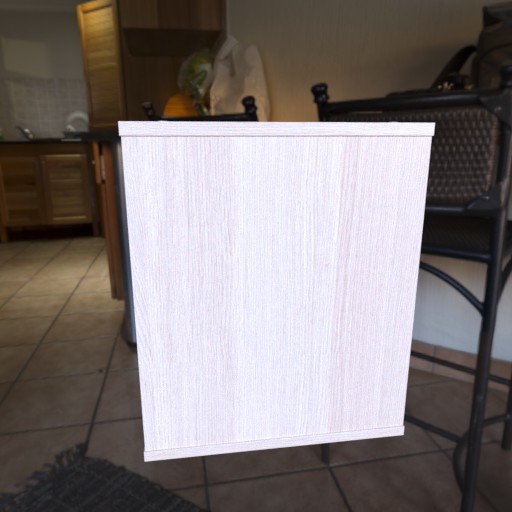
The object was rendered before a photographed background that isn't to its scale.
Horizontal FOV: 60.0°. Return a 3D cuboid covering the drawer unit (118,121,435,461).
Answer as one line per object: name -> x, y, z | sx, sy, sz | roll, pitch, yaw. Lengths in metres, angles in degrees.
drawer unit -> 0.000, 0.000, 0.609 | 0.290, 0.344, 0.349 | -2, 15, -8
